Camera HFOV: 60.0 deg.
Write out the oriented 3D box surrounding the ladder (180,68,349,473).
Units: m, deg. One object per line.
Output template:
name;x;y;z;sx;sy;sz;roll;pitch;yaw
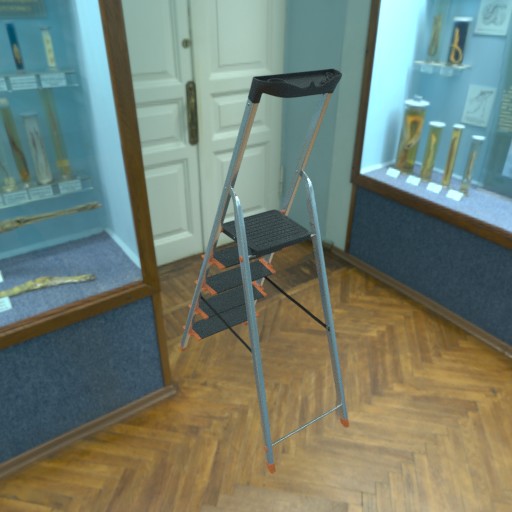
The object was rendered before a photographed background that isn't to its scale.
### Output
ladder;0.000;0.000;2.059;0.480;1.646;0.995;-18;35;-28
